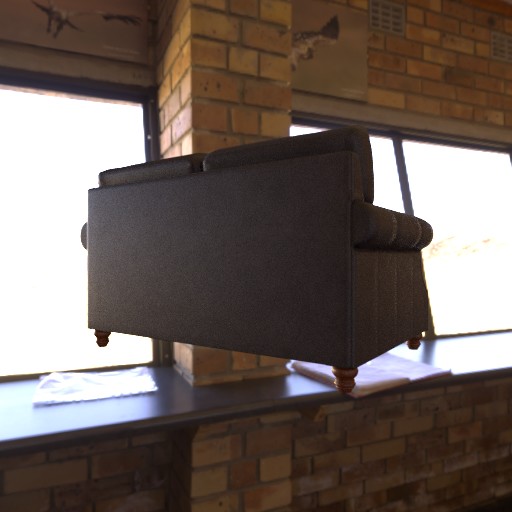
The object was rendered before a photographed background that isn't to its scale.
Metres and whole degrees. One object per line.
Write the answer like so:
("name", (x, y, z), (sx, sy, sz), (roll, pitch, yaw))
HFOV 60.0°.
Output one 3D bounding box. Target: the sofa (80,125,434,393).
("sofa", (0.000, 0.000, 2.363), (1.663, 0.979, 1.030), (0, 0, 35))
